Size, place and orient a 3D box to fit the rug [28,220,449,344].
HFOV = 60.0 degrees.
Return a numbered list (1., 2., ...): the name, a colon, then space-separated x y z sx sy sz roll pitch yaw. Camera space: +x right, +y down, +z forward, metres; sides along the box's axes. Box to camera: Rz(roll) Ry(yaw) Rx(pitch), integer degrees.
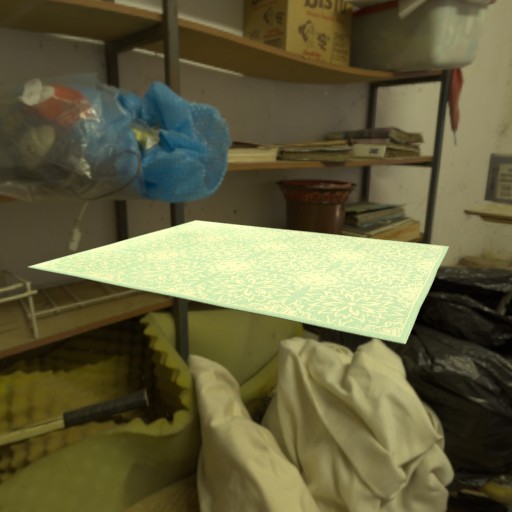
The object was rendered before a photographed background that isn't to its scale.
1. rug: 0.000 0.000 3.957 2.980 0.012 2.363 8 17 27
